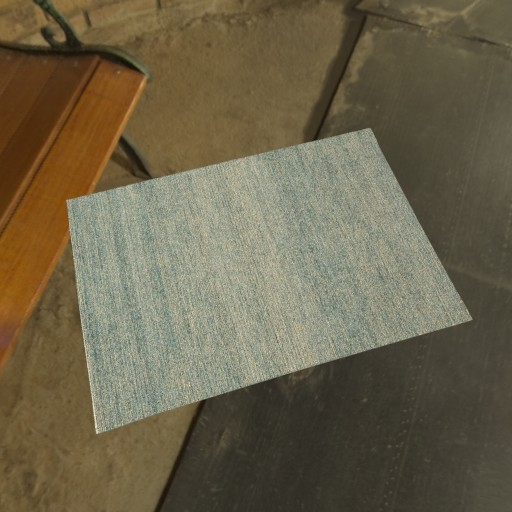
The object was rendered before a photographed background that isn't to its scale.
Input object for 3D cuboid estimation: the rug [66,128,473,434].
[{"bbox_3d":[0.000,0.000,5.128,4.078,0.052,2.802,-15,65,-7],"label":"rug"}]
